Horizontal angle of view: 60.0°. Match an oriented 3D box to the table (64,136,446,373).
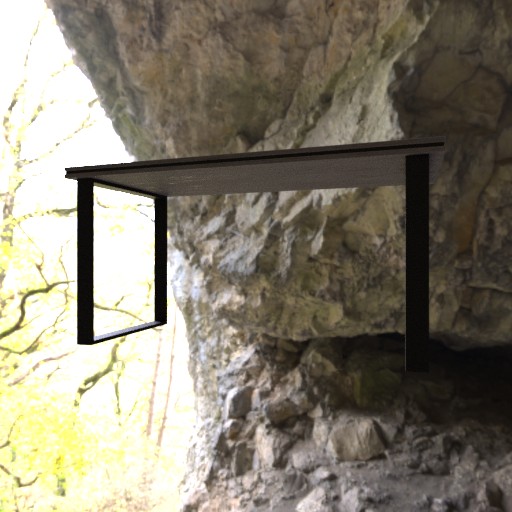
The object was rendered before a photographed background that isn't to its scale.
[{"bbox_3d":[0.000,0.000,2.327,1.778,0.899,0.795,0,0,19],"label":"table"}]
